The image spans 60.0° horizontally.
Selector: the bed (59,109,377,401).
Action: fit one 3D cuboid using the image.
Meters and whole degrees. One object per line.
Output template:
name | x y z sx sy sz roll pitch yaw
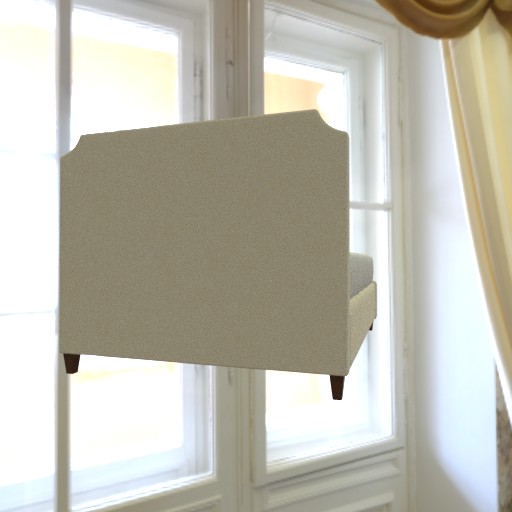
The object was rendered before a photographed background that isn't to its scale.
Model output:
bed | 0.000 0.000 3.466 1.703 1.415 2.329 0 0 18
